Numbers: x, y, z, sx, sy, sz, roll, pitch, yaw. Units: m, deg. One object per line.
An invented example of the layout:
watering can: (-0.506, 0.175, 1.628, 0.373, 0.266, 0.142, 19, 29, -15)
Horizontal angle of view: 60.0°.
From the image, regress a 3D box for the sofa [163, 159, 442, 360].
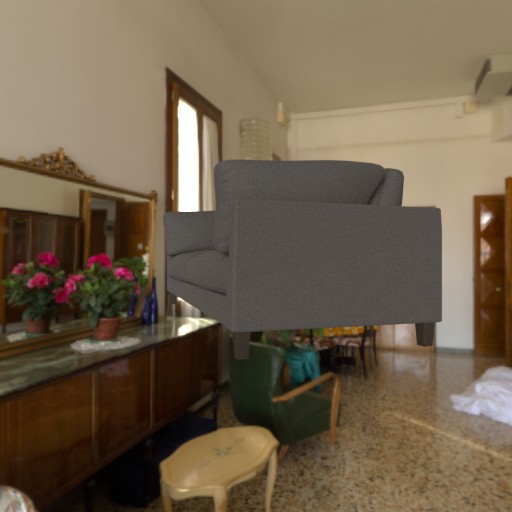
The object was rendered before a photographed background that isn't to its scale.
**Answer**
sofa: (0.000, 0.000, 2.823, 0.969, 0.792, 2.312, 0, 0, -17)
